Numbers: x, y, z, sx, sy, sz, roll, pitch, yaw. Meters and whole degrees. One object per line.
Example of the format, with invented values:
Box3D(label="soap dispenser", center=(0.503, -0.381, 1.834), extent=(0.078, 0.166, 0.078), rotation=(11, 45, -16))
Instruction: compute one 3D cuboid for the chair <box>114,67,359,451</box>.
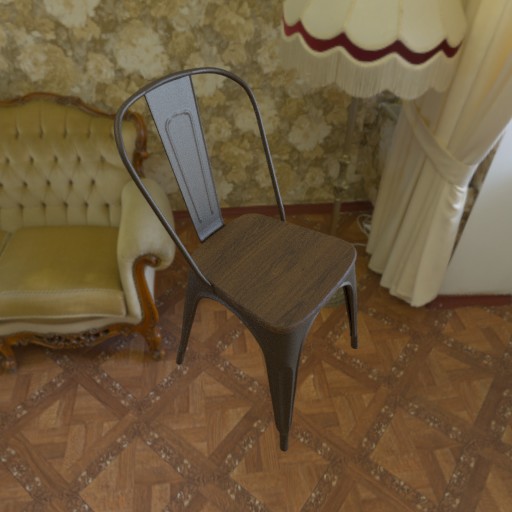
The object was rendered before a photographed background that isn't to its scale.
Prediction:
Box3D(label="chair", center=(0.000, 0.000, 1.191), extent=(0.532, 0.844, 0.451), rotation=(26, 48, 26))
